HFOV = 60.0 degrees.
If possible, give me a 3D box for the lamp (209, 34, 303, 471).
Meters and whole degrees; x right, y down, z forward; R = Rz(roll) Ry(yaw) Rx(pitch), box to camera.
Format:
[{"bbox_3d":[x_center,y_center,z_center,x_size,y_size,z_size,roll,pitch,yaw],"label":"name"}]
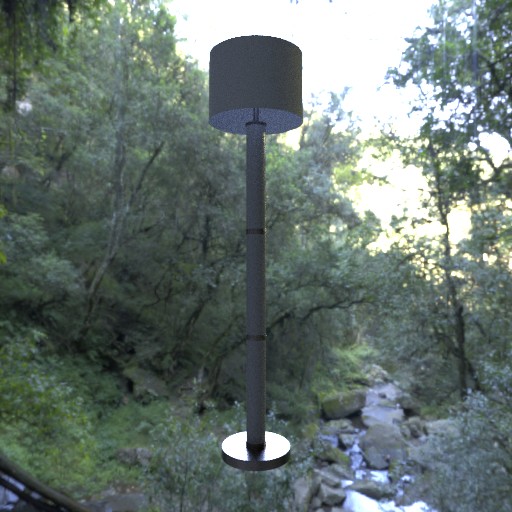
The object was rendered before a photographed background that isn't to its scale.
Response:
[{"bbox_3d":[0.000,0.000,1.779,0.377,1.599,0.377,0,1,36],"label":"lamp"}]
